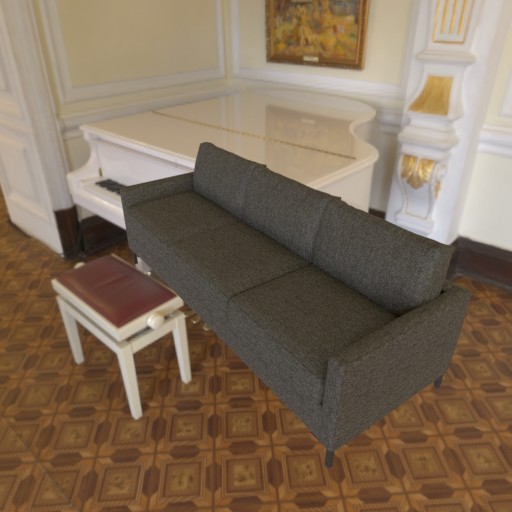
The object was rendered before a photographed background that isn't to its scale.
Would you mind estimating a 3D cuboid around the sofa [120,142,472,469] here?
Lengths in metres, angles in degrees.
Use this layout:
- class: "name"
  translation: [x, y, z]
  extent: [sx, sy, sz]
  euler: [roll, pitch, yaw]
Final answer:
- class: "sofa"
  translation: [0.000, 0.000, 2.695]
  extent: [0.876, 0.879, 2.253]
  euler: [-20, 35, -31]
